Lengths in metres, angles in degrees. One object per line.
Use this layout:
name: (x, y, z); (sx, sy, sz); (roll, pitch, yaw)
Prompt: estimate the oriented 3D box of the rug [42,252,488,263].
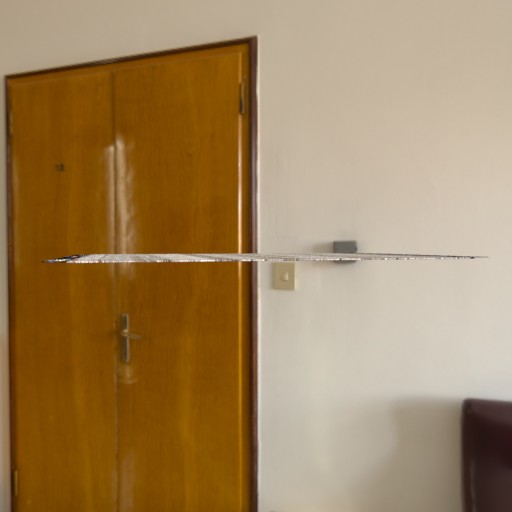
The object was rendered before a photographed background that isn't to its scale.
rug: (0.000, 0.000, 2.274); (1.848, 0.012, 1.217); (0, 1, -17)
